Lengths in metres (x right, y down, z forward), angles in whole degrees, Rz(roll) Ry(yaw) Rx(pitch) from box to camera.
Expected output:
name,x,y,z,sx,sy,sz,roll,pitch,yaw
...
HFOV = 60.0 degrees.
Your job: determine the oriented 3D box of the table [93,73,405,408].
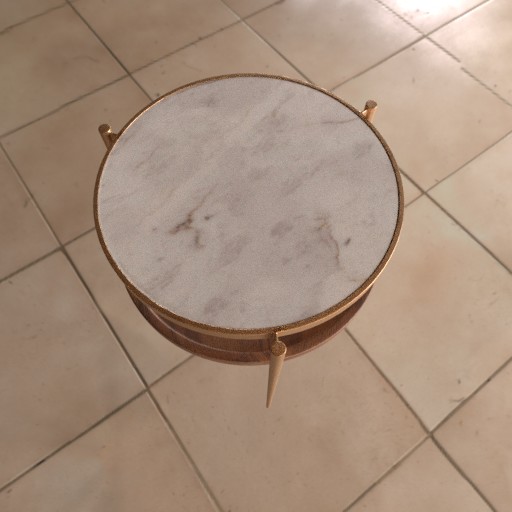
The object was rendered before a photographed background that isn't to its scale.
name,x,y,z,sx,sy,sz,roll,pitch,yaw
table,0.000,0.000,0.828,0.456,0.493,0.430,-34,69,-15
